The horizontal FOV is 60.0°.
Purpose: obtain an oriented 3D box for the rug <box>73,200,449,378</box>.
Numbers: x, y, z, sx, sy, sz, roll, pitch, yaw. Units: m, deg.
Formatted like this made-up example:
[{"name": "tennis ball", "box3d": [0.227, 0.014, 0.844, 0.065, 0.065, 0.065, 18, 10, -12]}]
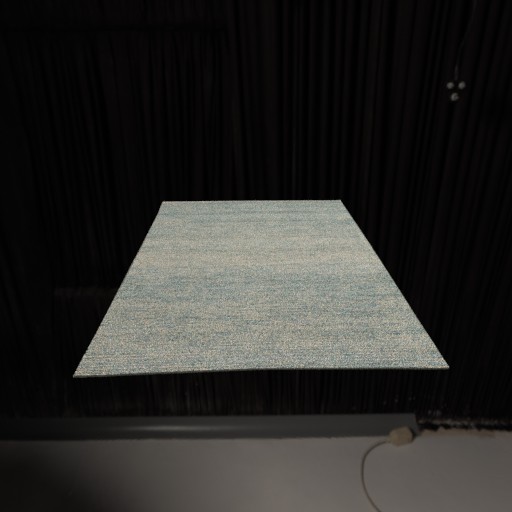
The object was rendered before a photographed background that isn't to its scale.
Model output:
[{"name": "rug", "box3d": [0.000, 0.000, 5.119, 2.802, 0.052, 4.078, -1, 25, -1]}]
